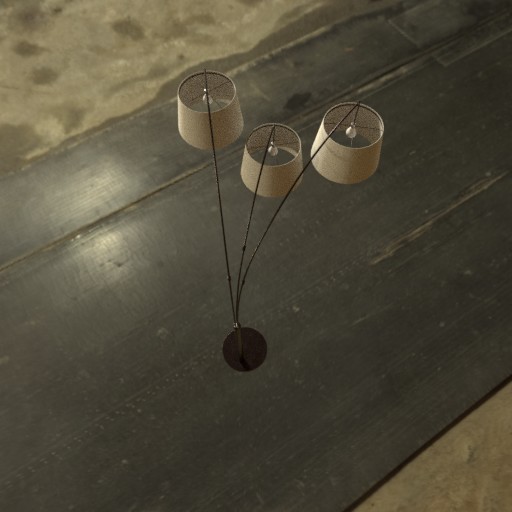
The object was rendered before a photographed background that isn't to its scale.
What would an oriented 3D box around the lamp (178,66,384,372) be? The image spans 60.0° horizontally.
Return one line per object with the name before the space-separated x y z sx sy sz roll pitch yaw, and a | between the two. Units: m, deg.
lamp | 0.000 0.000 2.501 0.951 1.950 0.924 17 65 8
